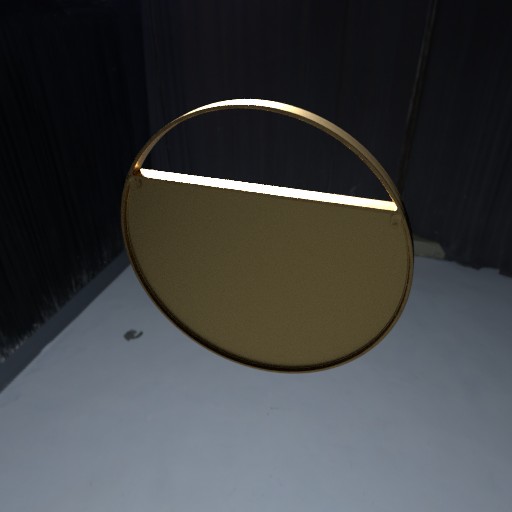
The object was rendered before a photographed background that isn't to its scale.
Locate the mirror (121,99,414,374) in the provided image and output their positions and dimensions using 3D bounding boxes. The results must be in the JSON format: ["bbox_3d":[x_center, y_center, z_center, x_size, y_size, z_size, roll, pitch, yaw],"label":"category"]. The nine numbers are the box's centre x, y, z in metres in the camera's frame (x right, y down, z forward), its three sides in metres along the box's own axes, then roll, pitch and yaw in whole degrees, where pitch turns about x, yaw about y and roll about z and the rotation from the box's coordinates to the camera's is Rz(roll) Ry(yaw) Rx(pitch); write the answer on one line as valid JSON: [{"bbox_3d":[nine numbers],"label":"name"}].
[{"bbox_3d":[0.000,0.000,0.841,0.565,0.565,0.032,10,33,16],"label":"mirror"}]
